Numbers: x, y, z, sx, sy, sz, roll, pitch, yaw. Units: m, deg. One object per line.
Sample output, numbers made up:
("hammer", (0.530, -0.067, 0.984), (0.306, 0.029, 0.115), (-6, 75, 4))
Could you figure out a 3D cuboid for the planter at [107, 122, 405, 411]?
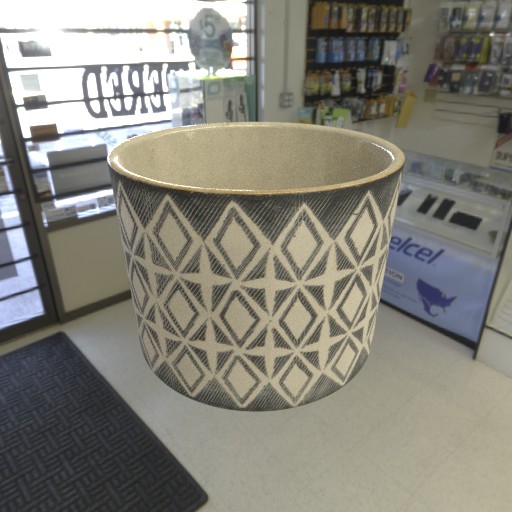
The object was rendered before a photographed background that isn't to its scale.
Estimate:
("planter", (0.000, 0.000, 0.335), (0.192, 0.165, 0.192), (0, 27, 0))
